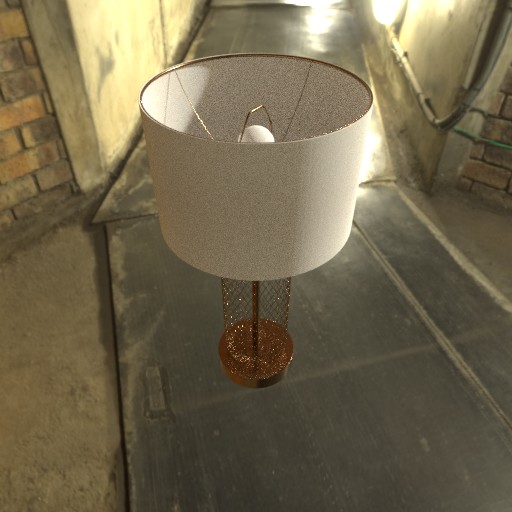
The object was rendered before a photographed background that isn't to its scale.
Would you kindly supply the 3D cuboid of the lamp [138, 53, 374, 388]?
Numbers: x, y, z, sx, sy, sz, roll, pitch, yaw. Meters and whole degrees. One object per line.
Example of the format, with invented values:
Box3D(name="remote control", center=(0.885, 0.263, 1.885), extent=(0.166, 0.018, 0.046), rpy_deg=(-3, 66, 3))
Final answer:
Box3D(name="lamp", center=(0.000, 0.000, 0.642), extent=(0.252, 0.483, 0.252), rpy_deg=(25, 47, 26))
